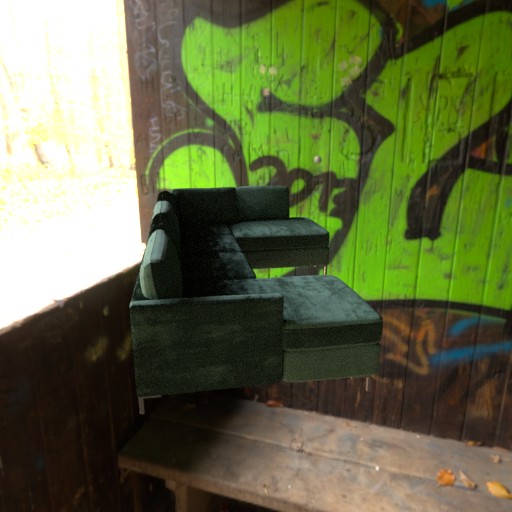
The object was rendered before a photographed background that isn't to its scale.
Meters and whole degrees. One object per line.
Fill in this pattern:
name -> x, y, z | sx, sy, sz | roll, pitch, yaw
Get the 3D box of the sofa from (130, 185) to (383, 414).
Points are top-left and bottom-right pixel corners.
sofa -> 0.000, 0.000, 4.340 | 2.055, 0.992, 3.434 | -3, 16, -10
